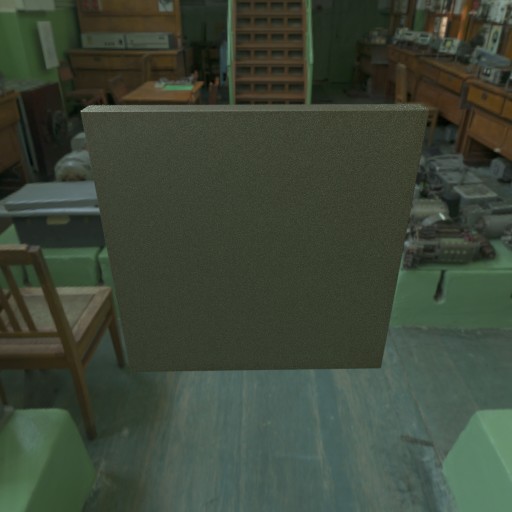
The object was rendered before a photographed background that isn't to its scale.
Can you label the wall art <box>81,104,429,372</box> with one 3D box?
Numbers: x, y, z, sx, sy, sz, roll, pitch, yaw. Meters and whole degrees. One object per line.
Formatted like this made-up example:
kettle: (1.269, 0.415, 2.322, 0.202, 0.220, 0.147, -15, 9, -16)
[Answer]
wall art: (0.000, 0.000, 0.781, 0.503, 0.506, 0.040, -1, 30, -1)
